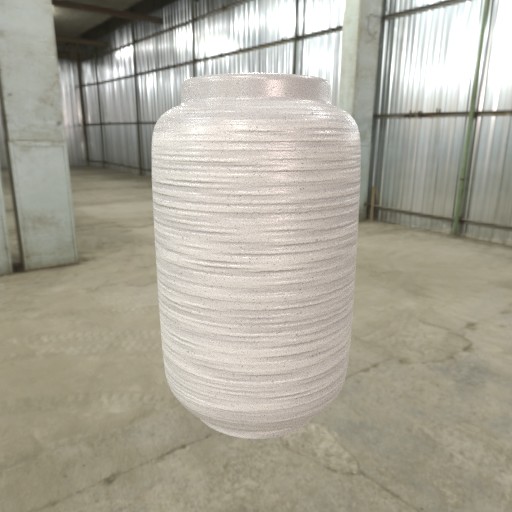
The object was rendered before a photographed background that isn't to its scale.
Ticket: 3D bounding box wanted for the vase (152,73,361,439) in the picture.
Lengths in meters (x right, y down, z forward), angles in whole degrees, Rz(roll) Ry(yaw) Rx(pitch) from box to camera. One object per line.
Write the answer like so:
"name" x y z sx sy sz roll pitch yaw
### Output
"vase" 0.000 0.000 0.458 0.202 0.335 0.202 0 15 0
